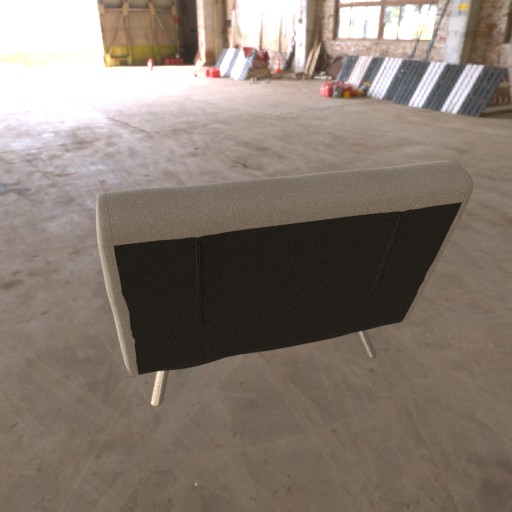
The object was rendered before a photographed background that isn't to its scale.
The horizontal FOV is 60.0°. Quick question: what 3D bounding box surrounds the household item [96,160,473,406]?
[{"bbox_3d":[0.000,0.000,1.601,1.000,0.800,0.874,-8,28,-15],"label":"household item"}]
